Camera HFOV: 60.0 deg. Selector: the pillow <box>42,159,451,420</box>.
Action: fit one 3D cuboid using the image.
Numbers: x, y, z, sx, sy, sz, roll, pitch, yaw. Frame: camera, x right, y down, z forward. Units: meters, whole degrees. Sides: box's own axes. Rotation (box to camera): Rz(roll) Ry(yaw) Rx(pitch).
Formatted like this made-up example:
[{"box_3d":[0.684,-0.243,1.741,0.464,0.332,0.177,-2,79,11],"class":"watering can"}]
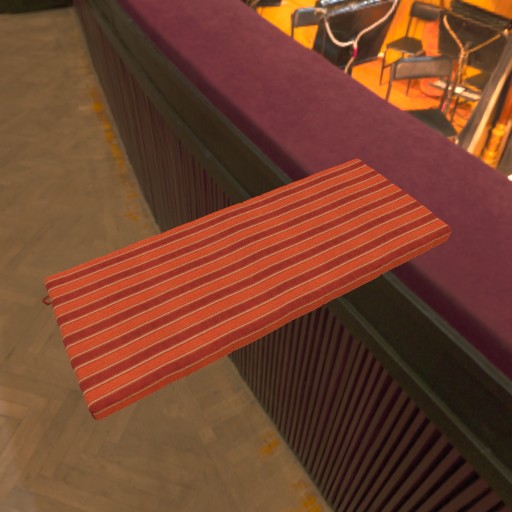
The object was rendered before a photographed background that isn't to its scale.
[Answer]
[{"box_3d":[0.000,0.000,1.335,1.187,0.081,0.492,-24,51,-21],"class":"pillow"}]
